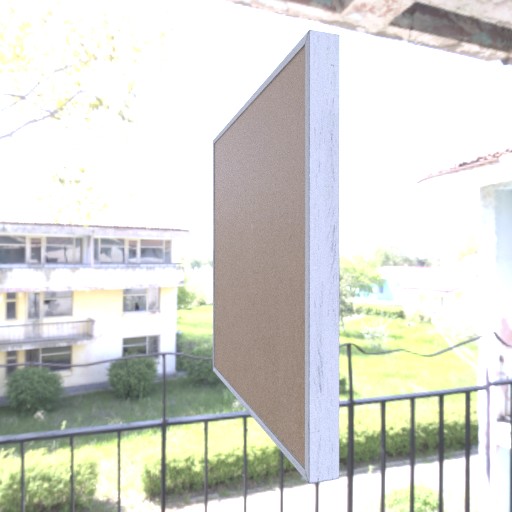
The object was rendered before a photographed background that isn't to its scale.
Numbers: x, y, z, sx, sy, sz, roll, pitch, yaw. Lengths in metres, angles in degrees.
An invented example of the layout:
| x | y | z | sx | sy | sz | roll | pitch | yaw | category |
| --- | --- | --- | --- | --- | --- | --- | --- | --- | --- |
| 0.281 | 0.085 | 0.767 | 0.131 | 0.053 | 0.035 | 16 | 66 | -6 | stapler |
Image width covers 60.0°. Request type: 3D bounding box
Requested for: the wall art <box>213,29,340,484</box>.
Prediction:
| x | y | z | sx | sy | sz | roll | pitch | yaw | category |
| --- | --- | --- | --- | --- | --- | --- | --- | --- | --- |
| 0.000 | 0.000 | 0.743 | 0.038 | 0.508 | 0.508 | 0 | 0 | -18 | wall art |
